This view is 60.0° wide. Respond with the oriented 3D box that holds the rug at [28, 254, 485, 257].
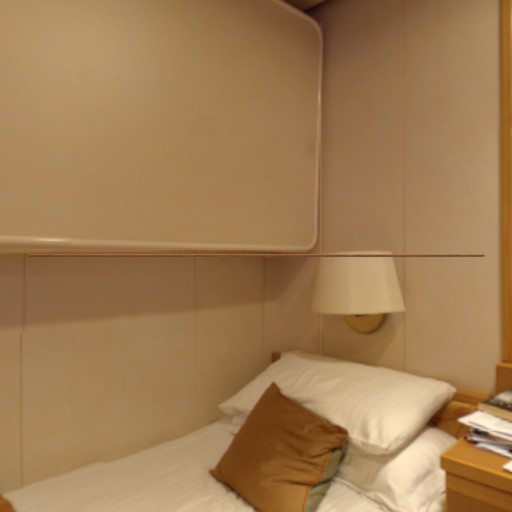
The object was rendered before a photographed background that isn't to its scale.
[{"bbox_3d":[0.000,0.000,3.120,2.438,0.014,1.524,0,0,-1],"label":"rug"}]
